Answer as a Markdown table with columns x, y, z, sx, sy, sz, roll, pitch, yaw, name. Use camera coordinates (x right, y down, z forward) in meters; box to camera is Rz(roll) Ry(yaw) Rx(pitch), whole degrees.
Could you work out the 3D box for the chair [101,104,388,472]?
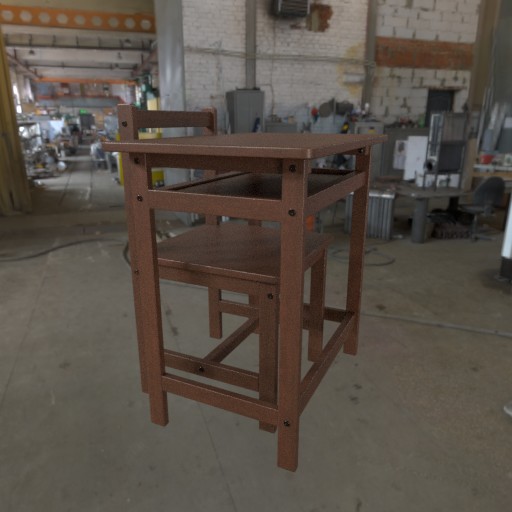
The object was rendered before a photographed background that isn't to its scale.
| x | y | z | sx | sy | sz | roll | pitch | yaw | name |
| --- | --- | --- | --- | --- | --- | --- | --- | --- | --- |
| 0.000 | 0.000 | 1.042 | 0.463 | 0.673 | 0.599 | 8 | 19 | 24 | chair |
